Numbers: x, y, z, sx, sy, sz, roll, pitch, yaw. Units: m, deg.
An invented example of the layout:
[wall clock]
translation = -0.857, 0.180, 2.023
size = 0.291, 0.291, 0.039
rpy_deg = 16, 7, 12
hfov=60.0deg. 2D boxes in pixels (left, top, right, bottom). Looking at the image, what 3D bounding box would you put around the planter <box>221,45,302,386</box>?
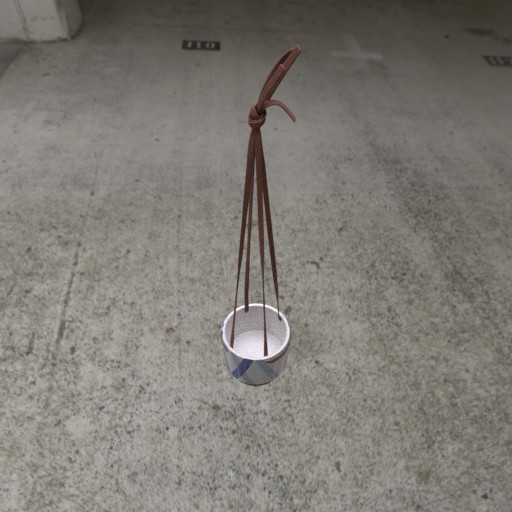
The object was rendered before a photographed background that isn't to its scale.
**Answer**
[planter]
translation = 0.000, 0.000, 0.818
size = 0.157, 0.753, 0.153
rpy_deg = -2, 46, -2
